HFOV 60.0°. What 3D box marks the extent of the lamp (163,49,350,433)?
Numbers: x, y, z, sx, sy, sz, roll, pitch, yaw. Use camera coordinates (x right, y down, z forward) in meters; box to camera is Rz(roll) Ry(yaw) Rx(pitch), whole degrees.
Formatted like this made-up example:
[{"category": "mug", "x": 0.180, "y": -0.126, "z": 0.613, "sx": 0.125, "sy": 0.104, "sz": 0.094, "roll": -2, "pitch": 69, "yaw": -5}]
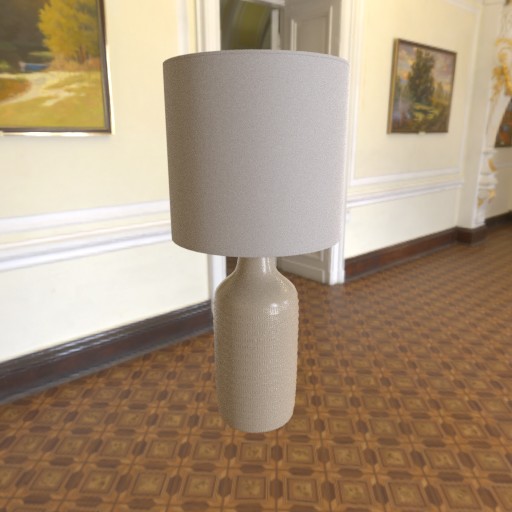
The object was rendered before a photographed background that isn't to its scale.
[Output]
[{"category": "lamp", "x": 0.000, "y": 0.000, "z": 0.597, "sx": 0.220, "sy": 0.475, "sz": 0.220, "roll": -8, "pitch": 18, "yaw": -28}]
